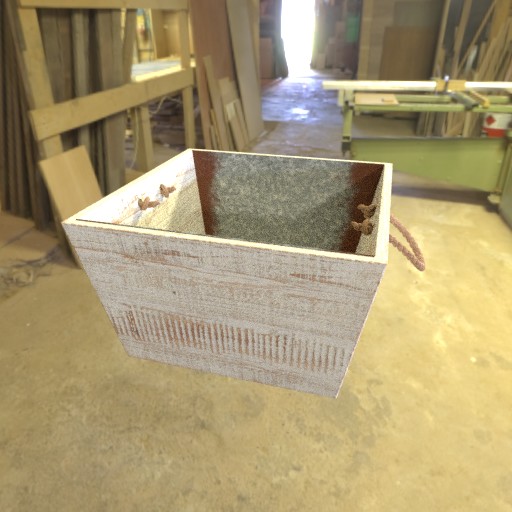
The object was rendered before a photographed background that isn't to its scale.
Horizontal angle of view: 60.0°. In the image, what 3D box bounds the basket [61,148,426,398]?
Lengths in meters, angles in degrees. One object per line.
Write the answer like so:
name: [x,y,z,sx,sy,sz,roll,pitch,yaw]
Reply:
basket: [0.000,0.000,0.761,0.545,0.247,0.413,8,28,14]
